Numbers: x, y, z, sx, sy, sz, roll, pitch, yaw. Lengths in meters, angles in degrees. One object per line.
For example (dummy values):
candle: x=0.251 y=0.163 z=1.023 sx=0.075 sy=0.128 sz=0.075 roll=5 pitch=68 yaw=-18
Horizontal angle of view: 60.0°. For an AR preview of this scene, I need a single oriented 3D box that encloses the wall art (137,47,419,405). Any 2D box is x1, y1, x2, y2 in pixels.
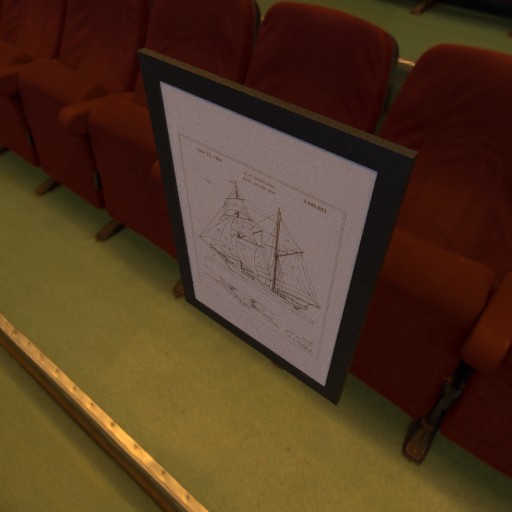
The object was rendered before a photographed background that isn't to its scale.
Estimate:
wall art: x=0.000 y=0.000 z=0.689 sx=0.381 sy=0.534 sz=0.013 roll=30 pitch=54 yaw=25
